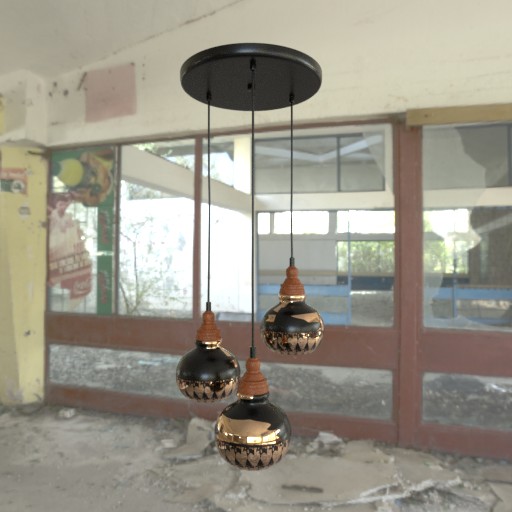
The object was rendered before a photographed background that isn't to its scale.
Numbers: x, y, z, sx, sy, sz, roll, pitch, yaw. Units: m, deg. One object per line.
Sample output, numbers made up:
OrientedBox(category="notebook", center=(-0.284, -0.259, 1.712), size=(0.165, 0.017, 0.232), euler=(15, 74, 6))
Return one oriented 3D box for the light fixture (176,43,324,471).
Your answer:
OrientedBox(category="light fixture", center=(0.000, 0.000, 1.758), size=(0.605, 1.410, 0.608), euler=(1, -1, -36))
